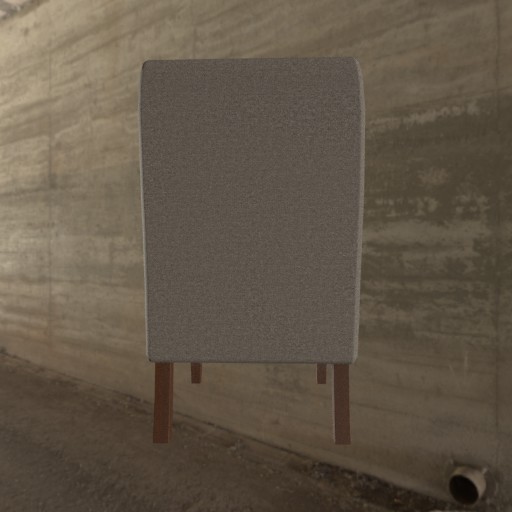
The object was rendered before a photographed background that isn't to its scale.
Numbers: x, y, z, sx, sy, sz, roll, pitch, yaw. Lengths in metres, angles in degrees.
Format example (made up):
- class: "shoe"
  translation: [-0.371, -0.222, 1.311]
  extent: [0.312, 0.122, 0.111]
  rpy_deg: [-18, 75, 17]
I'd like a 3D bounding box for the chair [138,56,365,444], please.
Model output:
- class: "chair"
  translation: [0.000, 0.000, 1.182]
  extent: [0.513, 0.804, 0.592]
  rpy_deg: [0, 0, 1]
